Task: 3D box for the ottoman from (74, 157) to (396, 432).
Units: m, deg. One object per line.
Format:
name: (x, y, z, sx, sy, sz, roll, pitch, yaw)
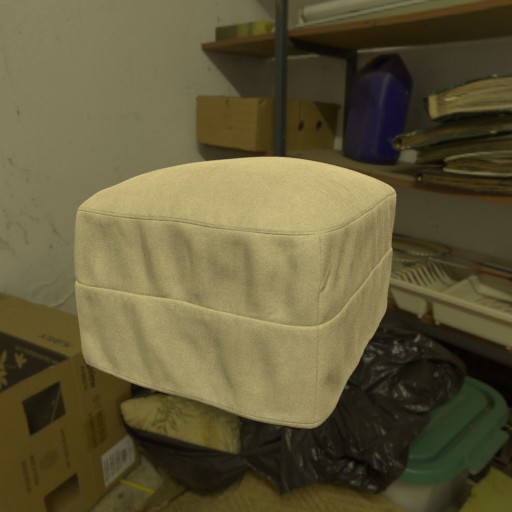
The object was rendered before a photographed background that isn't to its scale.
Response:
ottoman: (0.000, 0.000, 1.108, 0.584, 0.480, 0.712, 7, 17, 25)
